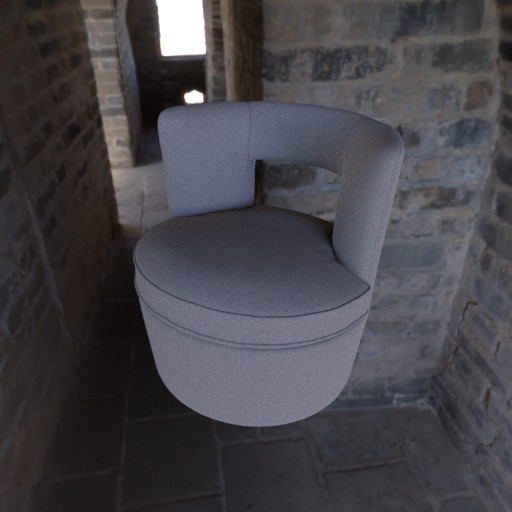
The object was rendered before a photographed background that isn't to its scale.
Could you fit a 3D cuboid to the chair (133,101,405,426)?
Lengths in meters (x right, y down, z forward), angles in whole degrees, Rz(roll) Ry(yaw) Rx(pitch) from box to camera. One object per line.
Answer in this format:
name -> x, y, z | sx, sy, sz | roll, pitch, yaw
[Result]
chair -> 0.000, 0.000, 1.247 | 0.689, 0.719, 0.660 | 18, 35, 28
